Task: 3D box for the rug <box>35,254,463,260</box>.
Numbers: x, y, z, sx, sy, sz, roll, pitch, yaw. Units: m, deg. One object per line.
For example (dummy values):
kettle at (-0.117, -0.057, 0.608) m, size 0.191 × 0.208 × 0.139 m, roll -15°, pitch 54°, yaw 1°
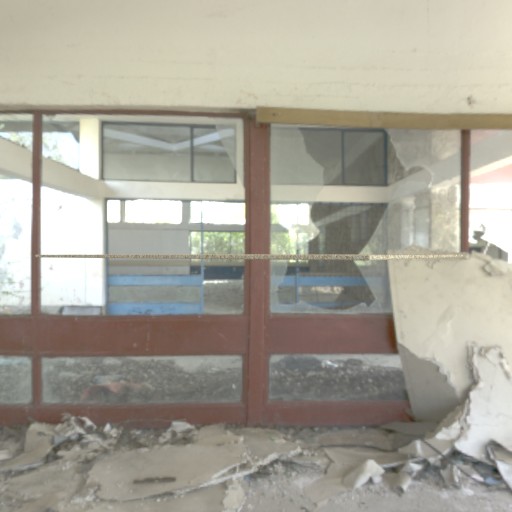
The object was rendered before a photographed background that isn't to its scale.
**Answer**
rug at (0.000, 0.000, 3.978) m, size 3.000 × 0.025 × 2.400 m, roll 0°, pitch 0°, yaw 35°
